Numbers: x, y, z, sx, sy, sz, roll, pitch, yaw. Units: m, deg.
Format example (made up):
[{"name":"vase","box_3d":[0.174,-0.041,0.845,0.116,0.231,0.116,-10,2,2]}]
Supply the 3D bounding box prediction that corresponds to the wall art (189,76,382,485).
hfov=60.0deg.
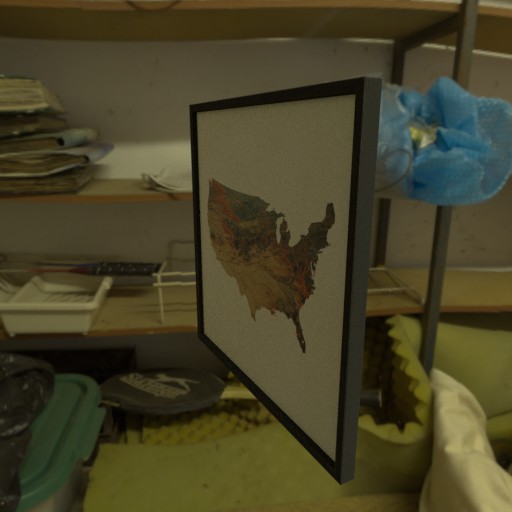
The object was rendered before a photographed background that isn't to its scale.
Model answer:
[{"name":"wall art","box_3d":[0.000,0.000,0.444,0.015,0.303,0.304,-8,17,-28]}]
